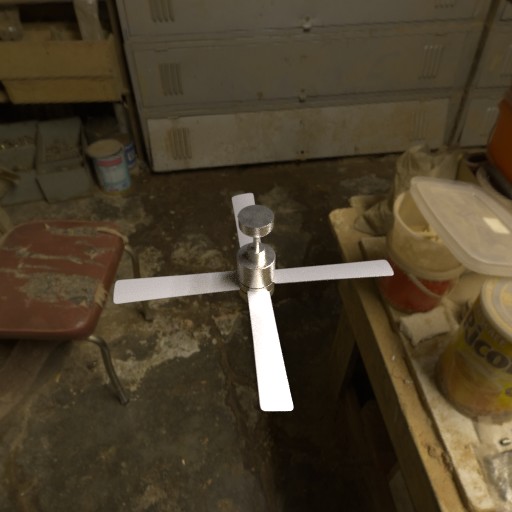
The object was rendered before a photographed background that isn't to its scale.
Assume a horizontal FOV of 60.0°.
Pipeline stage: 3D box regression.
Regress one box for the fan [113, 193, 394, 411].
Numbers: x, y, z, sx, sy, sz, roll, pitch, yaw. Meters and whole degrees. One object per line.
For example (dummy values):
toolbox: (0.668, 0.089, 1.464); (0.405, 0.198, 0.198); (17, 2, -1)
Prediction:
fan: (0.000, 0.000, 2.302); (1.525, 0.539, 1.525); (-5, 45, -4)
